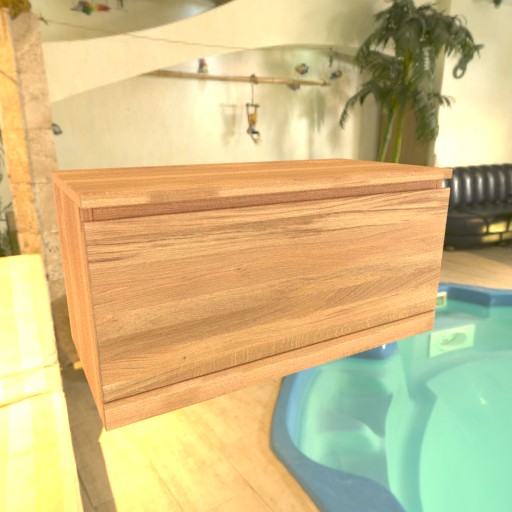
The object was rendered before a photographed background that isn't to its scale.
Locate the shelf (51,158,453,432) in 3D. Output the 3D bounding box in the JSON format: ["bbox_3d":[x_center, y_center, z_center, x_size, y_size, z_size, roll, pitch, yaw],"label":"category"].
[{"bbox_3d":[0.000,0.000,1.040,0.800,0.400,0.400,-9,18,-28],"label":"shelf"}]
